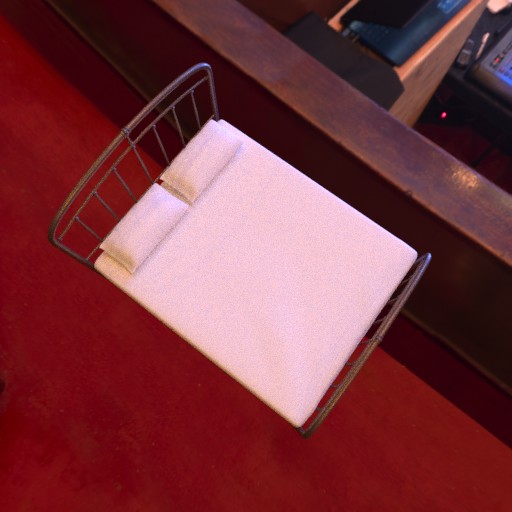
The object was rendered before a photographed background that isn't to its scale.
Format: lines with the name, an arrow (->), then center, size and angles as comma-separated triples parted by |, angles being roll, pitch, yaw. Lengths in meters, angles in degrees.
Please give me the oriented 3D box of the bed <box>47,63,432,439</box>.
bed -> 0.000, 0.000, 3.364 | 2.168, 1.475, 1.711 | 36, 78, 9
